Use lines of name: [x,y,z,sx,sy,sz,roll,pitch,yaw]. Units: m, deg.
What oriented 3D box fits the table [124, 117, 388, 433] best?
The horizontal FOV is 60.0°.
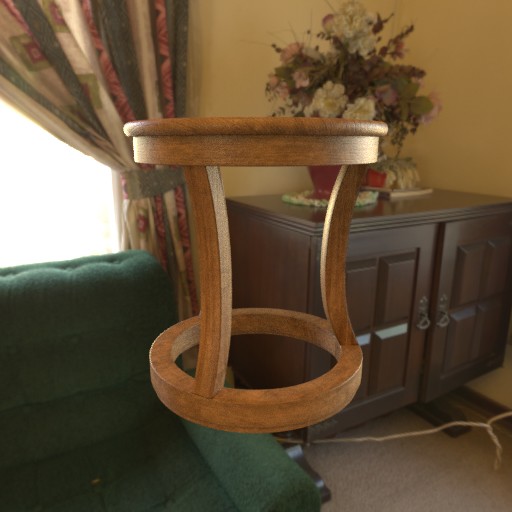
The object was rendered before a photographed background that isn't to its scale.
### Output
table: [0.000,0.000,0.808,0.432,0.460,0.432,0,14,0]
